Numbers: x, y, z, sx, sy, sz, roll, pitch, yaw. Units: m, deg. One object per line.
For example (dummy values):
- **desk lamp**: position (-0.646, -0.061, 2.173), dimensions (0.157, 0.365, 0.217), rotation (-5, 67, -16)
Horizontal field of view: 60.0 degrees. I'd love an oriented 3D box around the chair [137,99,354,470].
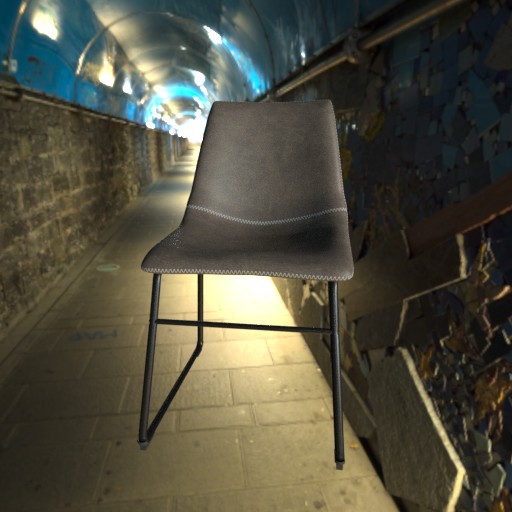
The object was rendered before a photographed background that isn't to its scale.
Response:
- **chair**: position (0.000, 0.000, 1.116), dimensions (0.460, 0.780, 0.550), rotation (2, 15, 8)
